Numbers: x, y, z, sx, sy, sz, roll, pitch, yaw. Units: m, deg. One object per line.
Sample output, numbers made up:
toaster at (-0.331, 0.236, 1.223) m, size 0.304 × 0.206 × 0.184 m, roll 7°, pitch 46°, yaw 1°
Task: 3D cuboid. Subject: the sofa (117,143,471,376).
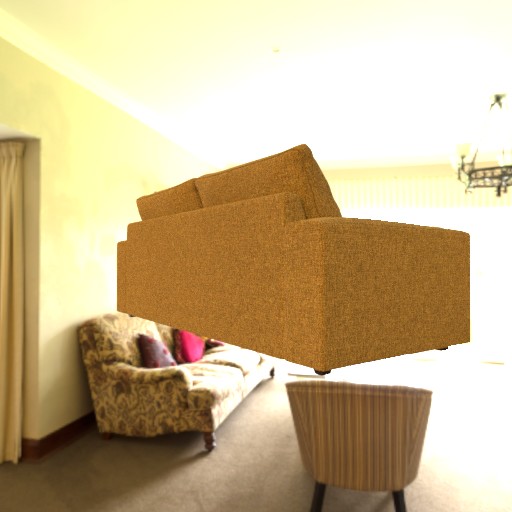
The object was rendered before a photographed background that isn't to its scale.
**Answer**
sofa at (0.000, 0.000, 2.795) m, size 1.040 × 0.922 × 2.299 m, roll 0°, pitch -1°, yaw -35°
